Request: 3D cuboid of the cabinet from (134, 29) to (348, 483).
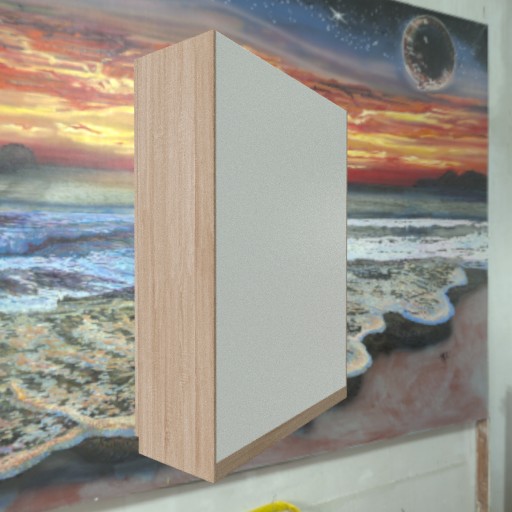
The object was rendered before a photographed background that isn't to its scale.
[{"bbox_3d":[0.000,0.000,2.847,0.590,2.120,1.500,1,1,36],"label":"cabinet"}]
